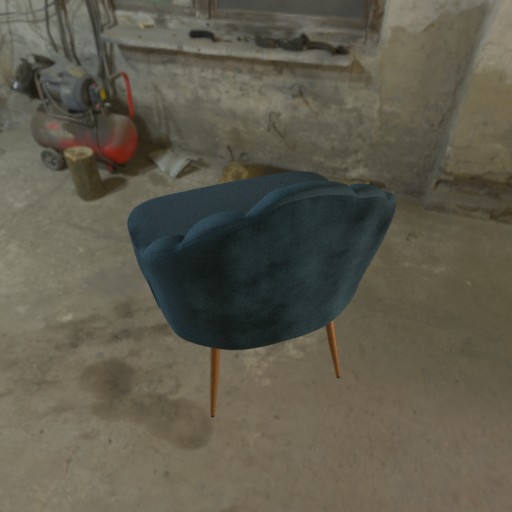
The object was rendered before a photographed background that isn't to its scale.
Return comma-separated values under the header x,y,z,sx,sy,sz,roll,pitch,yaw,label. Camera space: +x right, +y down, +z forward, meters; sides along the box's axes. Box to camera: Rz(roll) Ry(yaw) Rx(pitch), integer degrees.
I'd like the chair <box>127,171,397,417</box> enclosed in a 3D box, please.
x,y,z,sx,sy,sz,roll,pitch,yaw,label
0.000,0.000,1.259,0.657,0.819,0.599,-13,44,-14,chair
